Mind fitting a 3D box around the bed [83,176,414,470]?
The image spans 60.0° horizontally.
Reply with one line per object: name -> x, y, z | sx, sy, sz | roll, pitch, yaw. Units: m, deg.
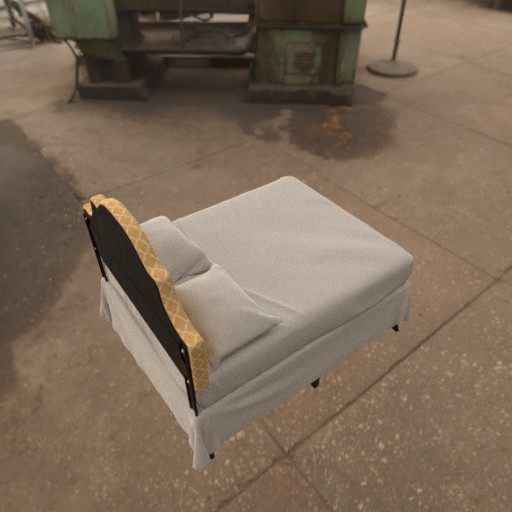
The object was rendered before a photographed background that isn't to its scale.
bed -> 0.000, 0.000, 3.437 | 2.222, 1.633, 1.780 | -25, 47, -26
